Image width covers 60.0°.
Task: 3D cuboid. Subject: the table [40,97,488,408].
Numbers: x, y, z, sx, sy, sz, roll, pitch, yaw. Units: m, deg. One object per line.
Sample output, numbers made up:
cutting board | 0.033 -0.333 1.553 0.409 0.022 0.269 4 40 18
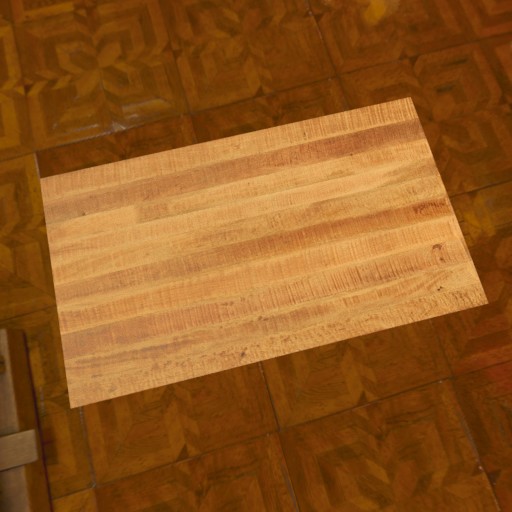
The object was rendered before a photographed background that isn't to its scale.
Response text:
table | 0.000 0.000 1.666 1.320 0.455 0.760 -13 76 -3
